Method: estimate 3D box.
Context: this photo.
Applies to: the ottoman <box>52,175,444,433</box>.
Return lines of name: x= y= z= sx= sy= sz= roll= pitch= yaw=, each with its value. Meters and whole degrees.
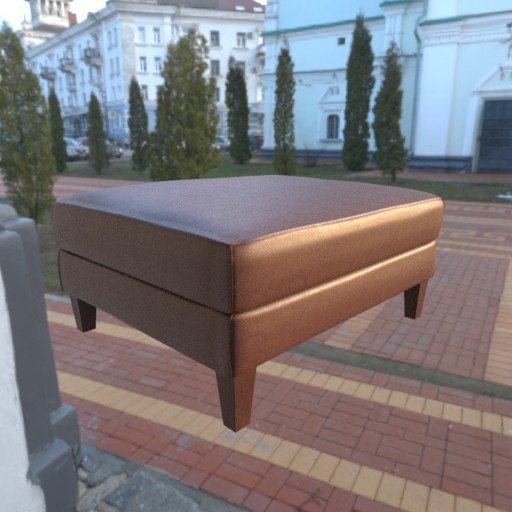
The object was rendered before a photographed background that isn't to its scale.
ottoman: x=0.000 y=0.000 z=1.445 sx=0.836 sy=0.472 sz=0.987 roll=14 pitch=20 yaw=42
